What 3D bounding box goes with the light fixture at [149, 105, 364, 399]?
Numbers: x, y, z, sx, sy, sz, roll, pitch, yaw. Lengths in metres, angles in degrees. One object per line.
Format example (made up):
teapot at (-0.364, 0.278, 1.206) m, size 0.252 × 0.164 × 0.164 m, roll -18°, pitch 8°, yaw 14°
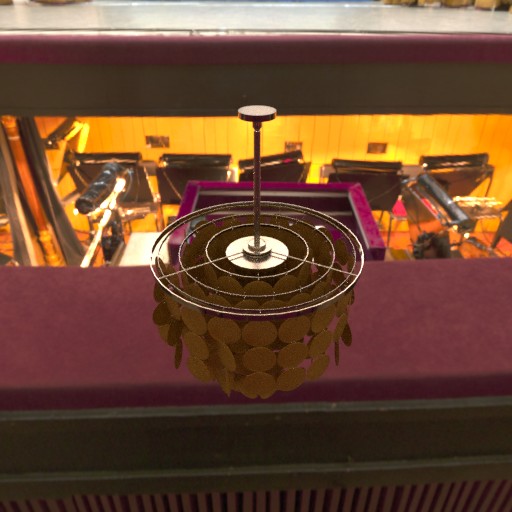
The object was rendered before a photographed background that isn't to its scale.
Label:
light fixture at (0.000, 0.000, 0.759) m, size 0.368 × 0.492 × 0.368 m, roll 0°, pitch 33°, yaw 0°
